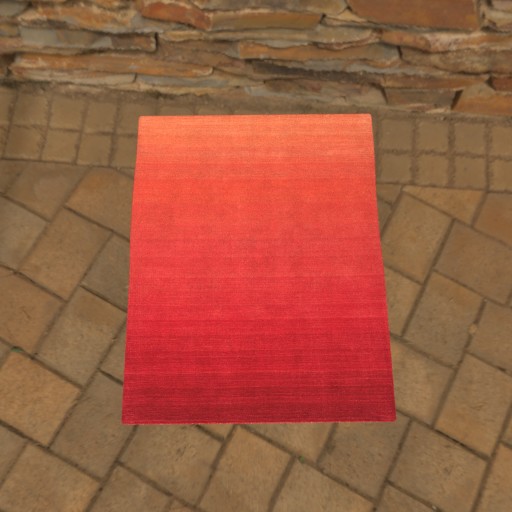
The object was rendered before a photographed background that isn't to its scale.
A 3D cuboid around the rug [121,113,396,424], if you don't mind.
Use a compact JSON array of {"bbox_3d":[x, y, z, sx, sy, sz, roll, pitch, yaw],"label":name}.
[{"bbox_3d":[0.000,0.000,4.081,2.340,0.028,2.905,-1,76,0],"label":"rug"}]
